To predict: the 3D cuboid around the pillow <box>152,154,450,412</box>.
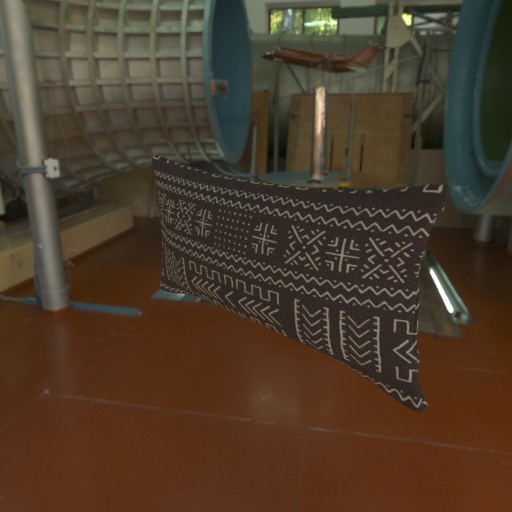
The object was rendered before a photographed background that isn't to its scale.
[{"bbox_3d":[0.000,0.000,0.797,0.135,0.322,0.667,-17,24,-42],"label":"pillow"}]
